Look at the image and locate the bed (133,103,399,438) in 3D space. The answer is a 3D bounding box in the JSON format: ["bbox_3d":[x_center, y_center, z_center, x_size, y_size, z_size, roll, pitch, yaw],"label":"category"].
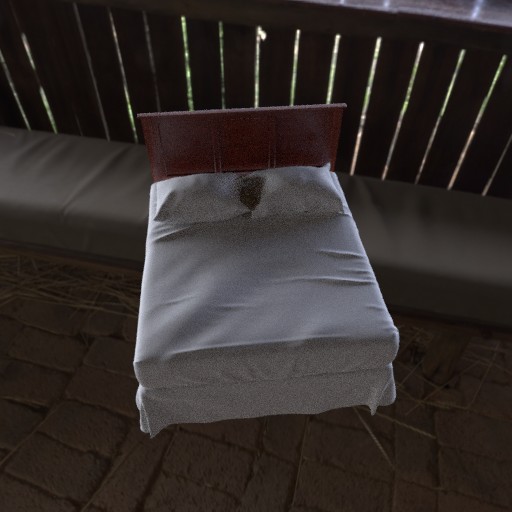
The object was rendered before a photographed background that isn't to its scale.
[{"bbox_3d":[0.000,0.000,3.272,1.870,1.270,2.050,-4,47,-4],"label":"bed"}]
